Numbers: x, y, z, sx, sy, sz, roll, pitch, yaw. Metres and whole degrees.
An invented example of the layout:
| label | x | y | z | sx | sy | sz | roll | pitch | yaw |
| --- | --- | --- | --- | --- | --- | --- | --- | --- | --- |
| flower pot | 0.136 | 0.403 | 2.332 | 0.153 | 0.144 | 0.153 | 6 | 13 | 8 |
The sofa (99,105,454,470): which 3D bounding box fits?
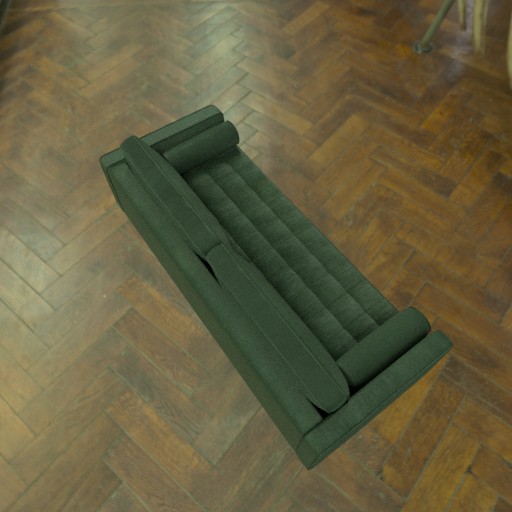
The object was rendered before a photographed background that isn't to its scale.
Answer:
| label | x | y | z | sx | sy | sz | roll | pitch | yaw |
| --- | --- | --- | --- | --- | --- | --- | --- | --- | --- |
| sofa | 0.000 | 0.000 | 2.675 | 0.918 | 0.769 | 2.199 | -32 | 64 | -18 |
